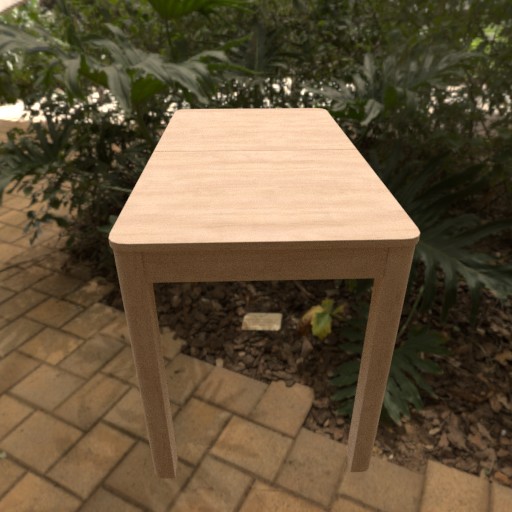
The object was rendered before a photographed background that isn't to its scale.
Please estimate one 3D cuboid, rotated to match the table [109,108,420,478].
[{"bbox_3d":[0.000,0.000,1.859,0.750,0.900,1.400,-1,30,-2],"label":"table"}]
